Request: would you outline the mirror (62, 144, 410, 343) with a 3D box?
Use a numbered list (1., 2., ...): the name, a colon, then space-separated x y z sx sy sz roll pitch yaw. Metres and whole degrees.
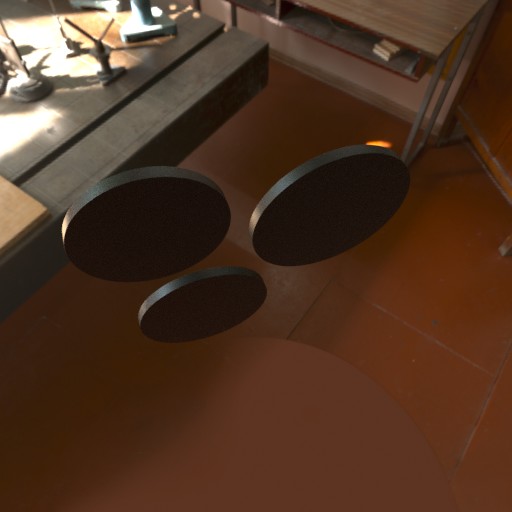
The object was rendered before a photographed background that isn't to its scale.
1. mirror: 0.000 0.000 3.100 2.160 2.096 0.076 -16 59 -10
